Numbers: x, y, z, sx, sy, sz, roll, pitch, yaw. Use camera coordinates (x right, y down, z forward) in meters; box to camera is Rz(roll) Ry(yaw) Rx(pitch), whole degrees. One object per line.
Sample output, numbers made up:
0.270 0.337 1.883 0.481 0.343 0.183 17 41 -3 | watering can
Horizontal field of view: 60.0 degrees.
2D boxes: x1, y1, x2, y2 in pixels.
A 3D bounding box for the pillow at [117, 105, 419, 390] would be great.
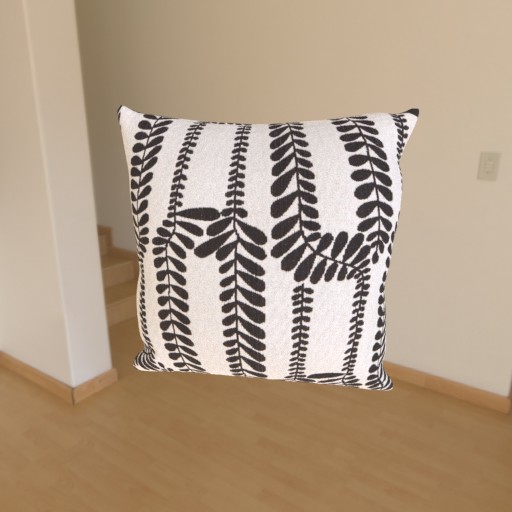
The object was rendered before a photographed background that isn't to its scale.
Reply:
0.000 0.000 0.678 0.440 0.441 0.182 3 16 10 | pillow
